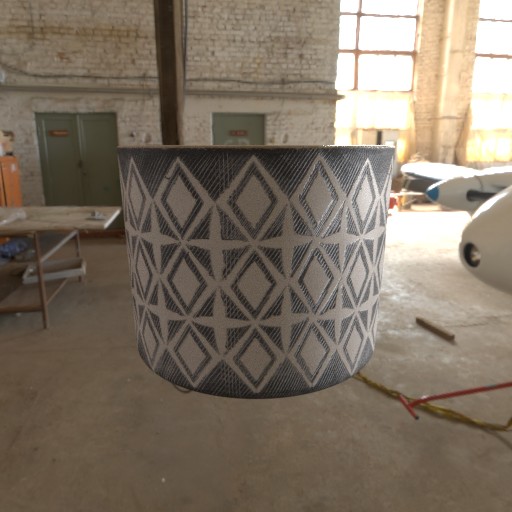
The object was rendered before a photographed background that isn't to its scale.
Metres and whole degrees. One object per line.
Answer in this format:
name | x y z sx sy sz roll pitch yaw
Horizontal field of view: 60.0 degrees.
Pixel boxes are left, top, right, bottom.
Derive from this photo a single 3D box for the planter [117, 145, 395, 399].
planter | 0.000 0.000 0.340 0.192 0.165 0.192 0 14 0
